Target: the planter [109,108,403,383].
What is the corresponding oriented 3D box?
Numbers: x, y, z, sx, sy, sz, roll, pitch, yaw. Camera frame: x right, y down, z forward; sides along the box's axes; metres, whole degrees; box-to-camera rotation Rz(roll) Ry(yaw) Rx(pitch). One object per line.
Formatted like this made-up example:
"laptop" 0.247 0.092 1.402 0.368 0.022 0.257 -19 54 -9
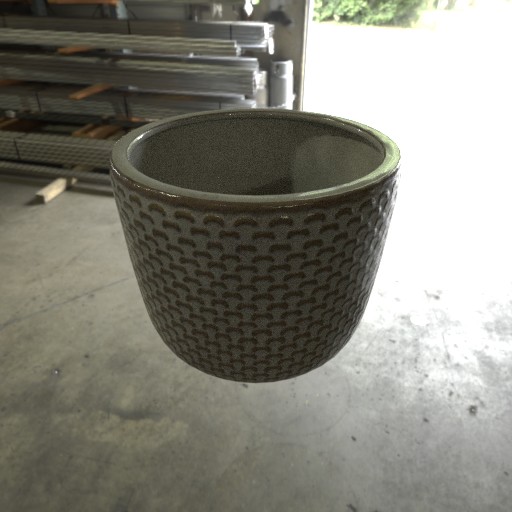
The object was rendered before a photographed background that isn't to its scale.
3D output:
"planter" 0.000 0.000 0.248 0.139 0.130 0.139 0 32 0
